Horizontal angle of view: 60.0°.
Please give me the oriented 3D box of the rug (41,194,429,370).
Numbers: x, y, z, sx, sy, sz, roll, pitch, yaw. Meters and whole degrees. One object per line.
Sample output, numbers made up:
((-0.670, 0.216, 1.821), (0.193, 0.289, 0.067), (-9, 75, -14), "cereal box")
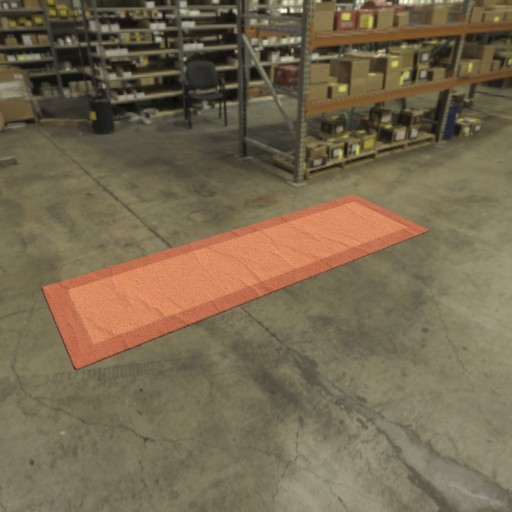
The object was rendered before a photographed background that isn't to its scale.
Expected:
((0.000, 0.000, 2.815), (2.471, 0.013, 0.914), (-21, 37, -31), "rug")
